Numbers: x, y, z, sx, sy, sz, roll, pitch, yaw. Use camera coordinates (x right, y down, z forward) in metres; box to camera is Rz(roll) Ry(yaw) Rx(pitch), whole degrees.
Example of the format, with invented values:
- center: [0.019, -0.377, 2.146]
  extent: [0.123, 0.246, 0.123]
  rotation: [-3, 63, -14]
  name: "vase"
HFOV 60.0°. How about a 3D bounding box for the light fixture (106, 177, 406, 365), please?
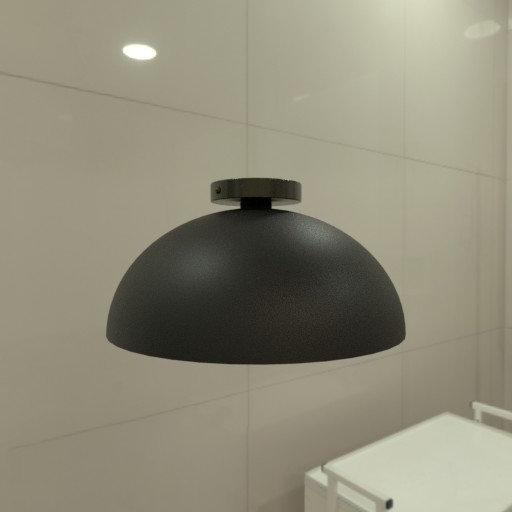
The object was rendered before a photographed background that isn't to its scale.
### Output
- center: [0.000, 0.000, 0.551]
  extent: [0.355, 0.177, 0.355]
  rotation: [0, 1, 0]
  name: "light fixture"
